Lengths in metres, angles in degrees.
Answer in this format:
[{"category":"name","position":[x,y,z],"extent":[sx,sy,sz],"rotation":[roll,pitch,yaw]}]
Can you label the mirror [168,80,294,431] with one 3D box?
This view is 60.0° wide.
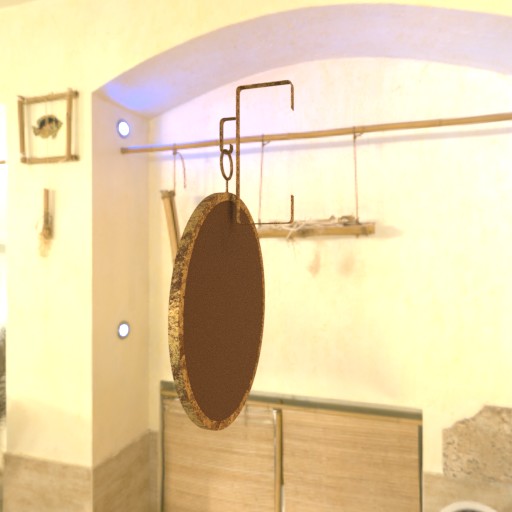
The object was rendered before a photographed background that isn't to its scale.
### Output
[{"category":"mirror","position":[0.000,0.000,0.848],"extent":[0.144,0.651,0.447],"rotation":[0,0,18]}]
